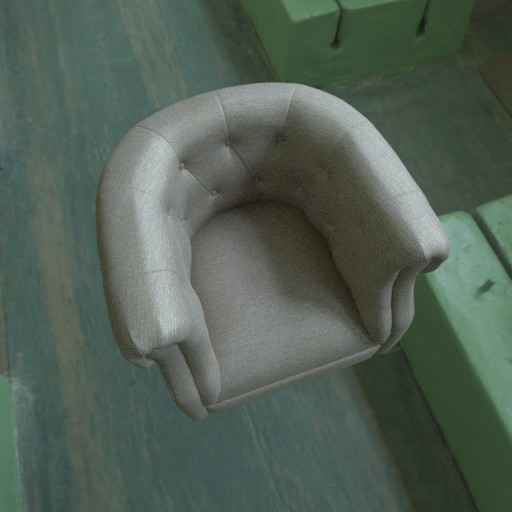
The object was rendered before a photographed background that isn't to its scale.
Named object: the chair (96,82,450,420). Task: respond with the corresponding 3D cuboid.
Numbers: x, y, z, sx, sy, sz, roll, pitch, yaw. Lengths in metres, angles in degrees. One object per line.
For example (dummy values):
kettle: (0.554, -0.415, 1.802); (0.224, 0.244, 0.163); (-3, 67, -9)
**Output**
chair: (0.000, 0.000, 1.534); (0.905, 0.827, 0.852); (-17, 65, -8)
